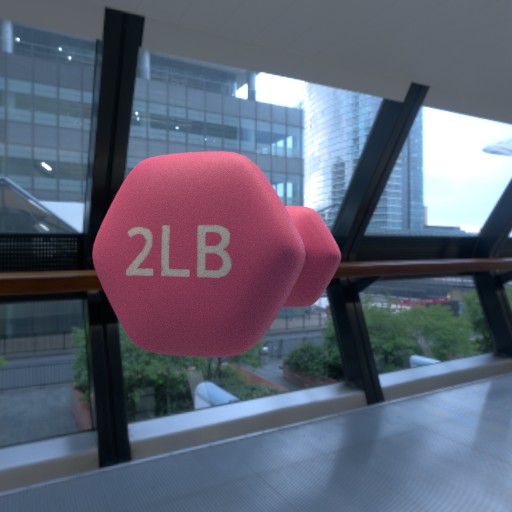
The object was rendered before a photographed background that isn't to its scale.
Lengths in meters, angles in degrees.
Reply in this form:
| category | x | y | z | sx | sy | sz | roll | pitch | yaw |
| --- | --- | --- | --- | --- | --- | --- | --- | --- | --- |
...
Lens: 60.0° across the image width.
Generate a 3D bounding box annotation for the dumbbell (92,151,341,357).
| category | x | y | z | sx | sy | sz | roll | pitch | yaw |
| --- | --- | --- | --- | --- | --- | --- | --- | --- | --- |
| dumbbell | 0.000 | 0.000 | 0.176 | 0.058 | 0.053 | 0.146 | 0 | 0 | 16 |
